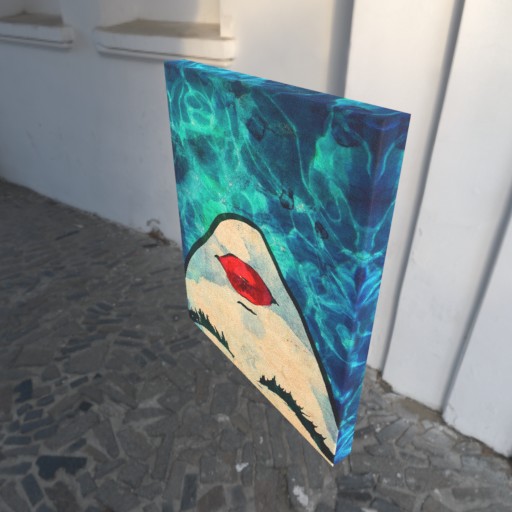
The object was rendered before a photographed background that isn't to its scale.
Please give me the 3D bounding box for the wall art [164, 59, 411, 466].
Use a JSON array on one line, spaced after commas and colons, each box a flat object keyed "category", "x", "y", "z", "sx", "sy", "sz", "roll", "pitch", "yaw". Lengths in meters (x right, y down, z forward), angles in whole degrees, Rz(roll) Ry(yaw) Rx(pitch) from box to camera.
[{"category": "wall art", "x": 0.000, "y": 0.000, "z": 0.681, "sx": 0.038, "sy": 0.508, "sz": 0.432, "roll": -21, "pitch": 37, "yaw": -31}]
